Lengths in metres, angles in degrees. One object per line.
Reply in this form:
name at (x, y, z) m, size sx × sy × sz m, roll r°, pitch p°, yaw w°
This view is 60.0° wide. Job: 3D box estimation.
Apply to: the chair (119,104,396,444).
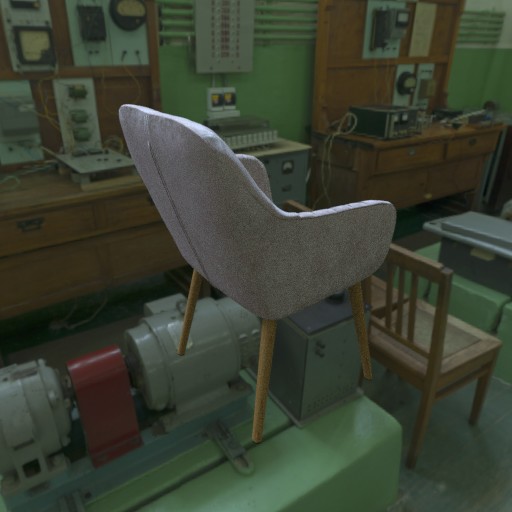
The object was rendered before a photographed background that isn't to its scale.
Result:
chair at (0.000, 0.000, 1.254) m, size 0.570 × 0.832 × 0.610 m, roll -17°, pitch 31°, yaw -31°
